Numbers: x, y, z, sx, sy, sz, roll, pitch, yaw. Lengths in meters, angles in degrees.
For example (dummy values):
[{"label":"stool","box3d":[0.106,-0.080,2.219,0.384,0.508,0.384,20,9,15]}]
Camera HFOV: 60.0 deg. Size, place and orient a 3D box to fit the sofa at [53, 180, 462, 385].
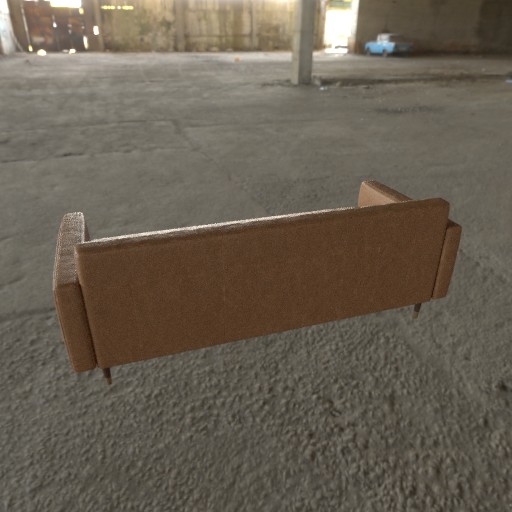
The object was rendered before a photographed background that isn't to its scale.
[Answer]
[{"label":"sofa","box3d":[0.000,0.000,2.786,2.291,0.821,0.990,-9,28,-16]}]
